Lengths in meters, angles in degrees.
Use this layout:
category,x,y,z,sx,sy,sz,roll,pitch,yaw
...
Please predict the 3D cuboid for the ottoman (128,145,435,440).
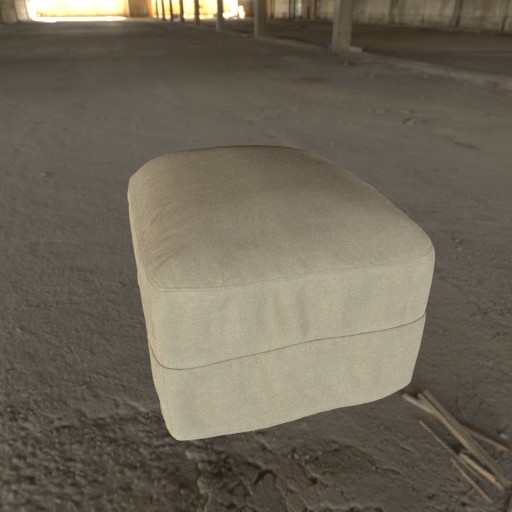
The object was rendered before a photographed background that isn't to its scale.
category,x,y,z,sx,sy,sz,roll,pitch,yaw
ottoman,0.000,0.000,1.115,0.584,0.480,0.712,-8,30,-14
